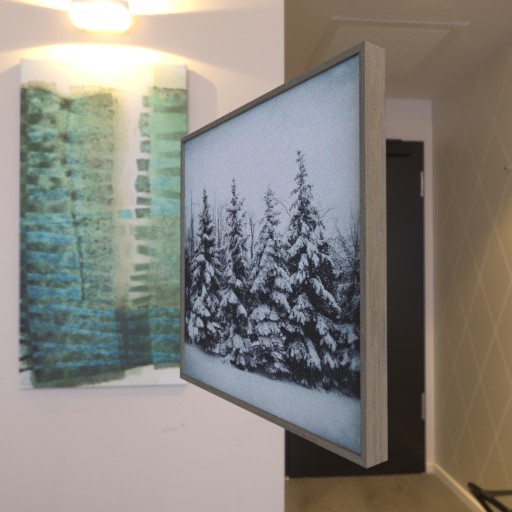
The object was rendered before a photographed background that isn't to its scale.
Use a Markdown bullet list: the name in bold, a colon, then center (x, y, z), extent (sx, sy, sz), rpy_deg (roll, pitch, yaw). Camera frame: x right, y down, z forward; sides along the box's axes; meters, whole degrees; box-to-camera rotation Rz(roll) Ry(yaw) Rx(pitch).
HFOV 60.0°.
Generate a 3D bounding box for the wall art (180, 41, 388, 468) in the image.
- **wall art**: center (0.000, 0.000, 0.743), extent (0.037, 0.507, 0.507), rpy_deg (1, -1, -35)
